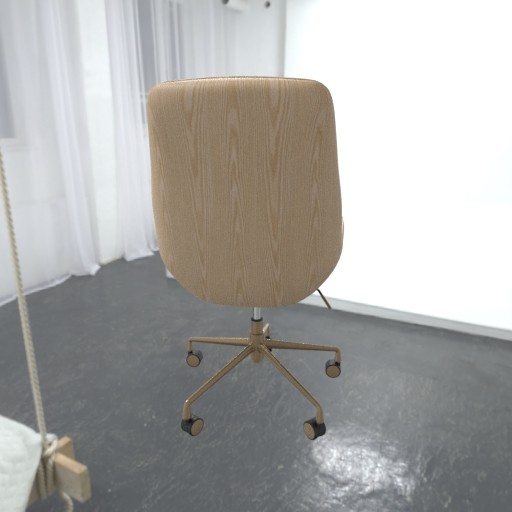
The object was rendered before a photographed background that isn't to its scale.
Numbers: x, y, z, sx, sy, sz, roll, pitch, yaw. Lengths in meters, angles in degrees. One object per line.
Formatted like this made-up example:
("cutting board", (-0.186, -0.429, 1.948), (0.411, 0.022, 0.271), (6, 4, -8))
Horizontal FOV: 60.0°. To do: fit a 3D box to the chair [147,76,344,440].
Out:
("chair", (0.000, 0.000, 1.348), (0.564, 0.952, 0.668), (2, 16, 8))
